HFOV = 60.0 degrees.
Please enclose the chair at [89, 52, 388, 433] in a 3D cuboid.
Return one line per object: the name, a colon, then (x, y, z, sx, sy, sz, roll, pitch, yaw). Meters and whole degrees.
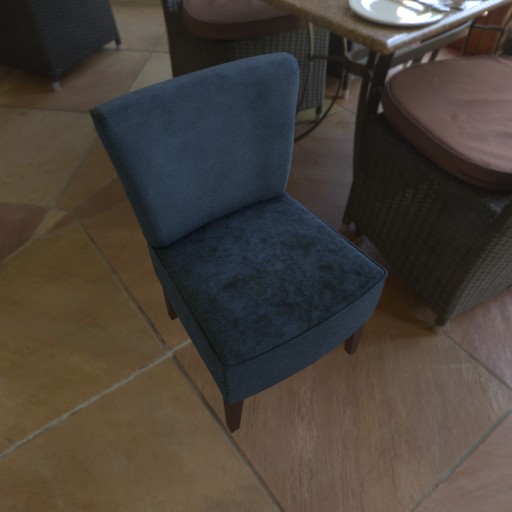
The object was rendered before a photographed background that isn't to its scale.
chair: (0.000, 0.000, 1.186, 0.521, 0.806, 0.551, -26, 53, -22)
